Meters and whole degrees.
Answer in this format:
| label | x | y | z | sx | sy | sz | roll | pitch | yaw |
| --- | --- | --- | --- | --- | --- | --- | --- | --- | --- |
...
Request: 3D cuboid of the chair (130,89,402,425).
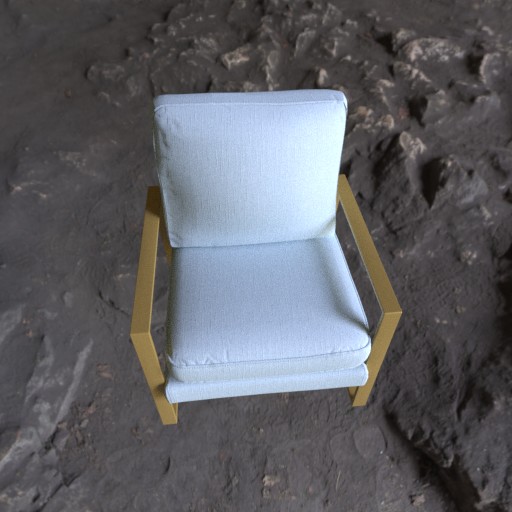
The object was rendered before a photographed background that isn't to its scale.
| label | x | y | z | sx | sy | sz | roll | pitch | yaw |
| --- | --- | --- | --- | --- | --- | --- | --- | --- | --- |
| chair | 0.000 | 0.000 | 1.546 | 0.758 | 0.956 | 0.813 | -4 | 47 | -4 |
